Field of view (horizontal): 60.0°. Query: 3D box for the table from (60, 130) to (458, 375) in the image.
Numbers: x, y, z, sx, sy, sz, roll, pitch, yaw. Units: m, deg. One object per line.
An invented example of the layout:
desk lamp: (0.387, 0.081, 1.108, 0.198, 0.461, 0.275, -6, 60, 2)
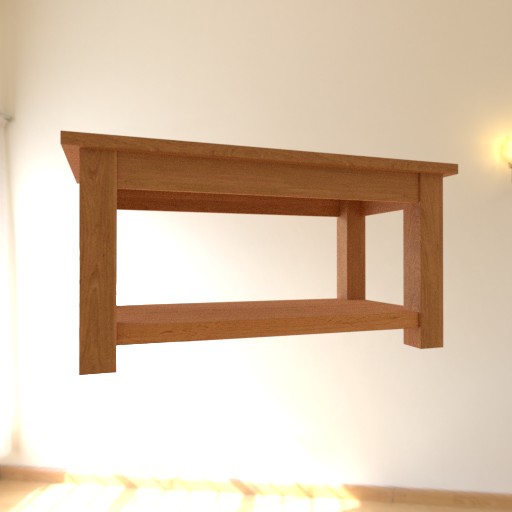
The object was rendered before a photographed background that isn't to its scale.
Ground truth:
table: (0.000, 0.000, 1.159, 0.899, 0.452, 0.450, 0, 0, -18)
